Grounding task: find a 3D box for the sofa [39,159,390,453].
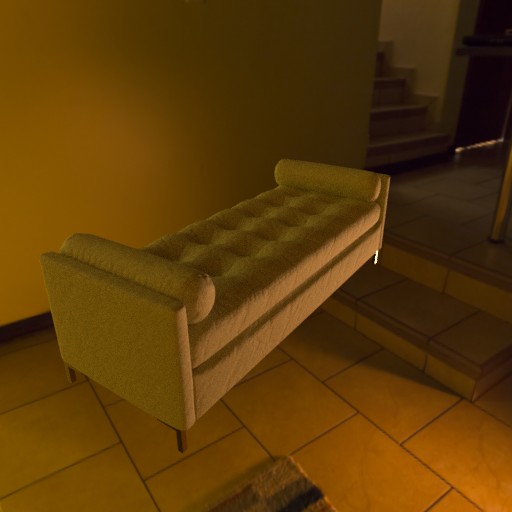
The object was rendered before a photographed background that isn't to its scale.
[{"bbox_3d":[0.000,0.000,2.527,0.796,0.705,2.102,16,30,31],"label":"sofa"}]
